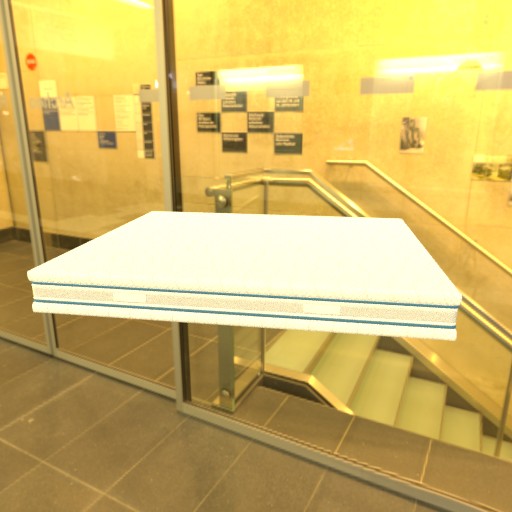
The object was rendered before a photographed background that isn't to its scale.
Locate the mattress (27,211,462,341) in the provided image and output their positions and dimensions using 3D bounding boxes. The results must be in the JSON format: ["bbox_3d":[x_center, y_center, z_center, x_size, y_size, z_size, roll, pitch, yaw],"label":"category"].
[{"bbox_3d":[0.000,0.000,2.783,2.000,0.230,1.600,3,16,9],"label":"mattress"}]
